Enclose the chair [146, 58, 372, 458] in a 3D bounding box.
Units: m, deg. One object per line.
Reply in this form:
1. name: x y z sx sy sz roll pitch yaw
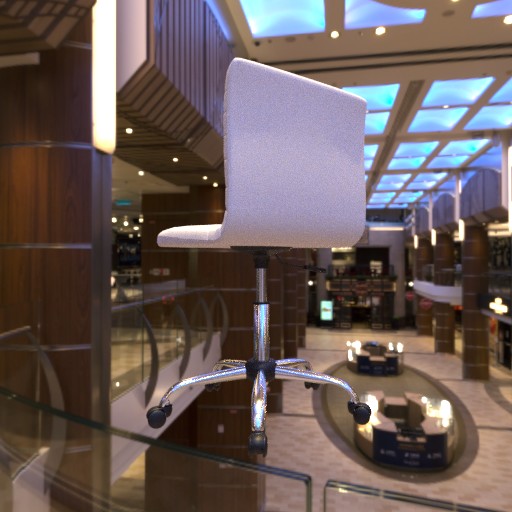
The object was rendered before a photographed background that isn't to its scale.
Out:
1. chair: 0.000 0.000 1.076 0.520 0.750 0.455 1 -1 -36
